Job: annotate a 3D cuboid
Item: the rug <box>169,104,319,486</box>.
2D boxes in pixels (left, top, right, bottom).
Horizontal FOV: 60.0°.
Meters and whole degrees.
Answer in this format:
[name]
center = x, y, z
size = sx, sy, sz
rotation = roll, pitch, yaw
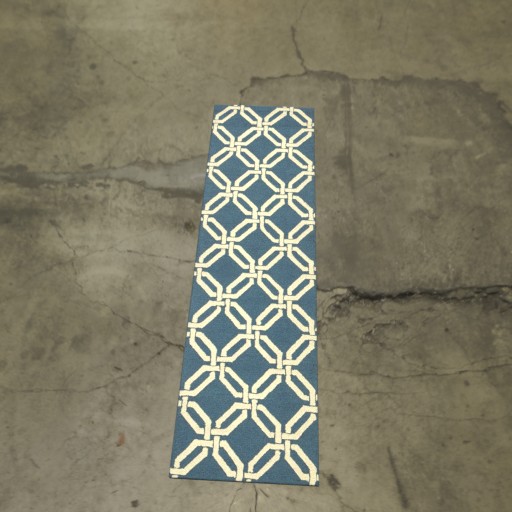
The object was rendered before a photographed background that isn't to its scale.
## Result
[rug]
center = 0.000, 0.000, 2.497
size = 0.678, 0.014, 2.276
rotation = 3, 63, 1
